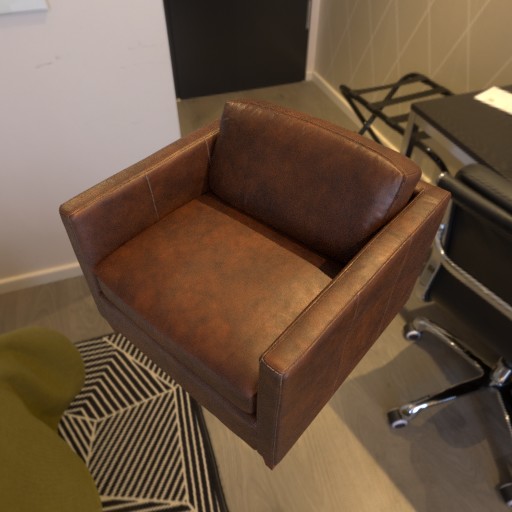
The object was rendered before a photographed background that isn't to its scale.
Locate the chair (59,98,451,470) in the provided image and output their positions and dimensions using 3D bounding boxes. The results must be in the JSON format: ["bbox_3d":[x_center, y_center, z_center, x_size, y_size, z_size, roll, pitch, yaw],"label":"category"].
[{"bbox_3d":[0.000,0.000,1.702,0.990,0.864,0.975,31,53,27],"label":"chair"}]
